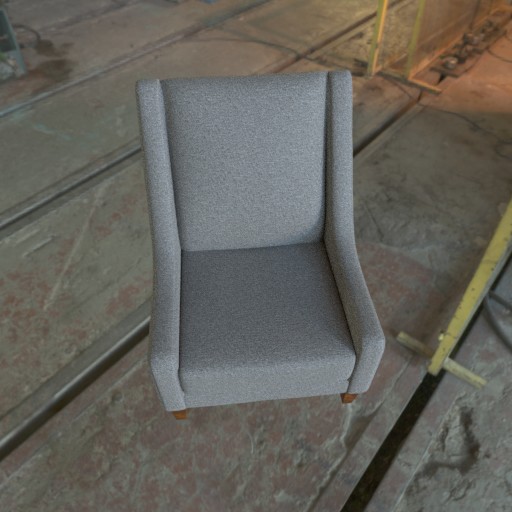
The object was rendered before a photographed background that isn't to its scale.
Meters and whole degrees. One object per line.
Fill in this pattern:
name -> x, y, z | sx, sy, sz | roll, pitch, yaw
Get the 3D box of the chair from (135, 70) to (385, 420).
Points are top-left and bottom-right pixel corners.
chair -> 0.000, 0.000, 1.641 | 0.774, 1.016, 0.870 | -4, 48, -4
